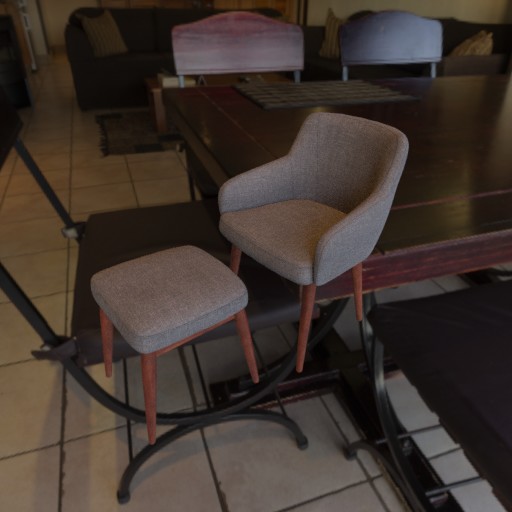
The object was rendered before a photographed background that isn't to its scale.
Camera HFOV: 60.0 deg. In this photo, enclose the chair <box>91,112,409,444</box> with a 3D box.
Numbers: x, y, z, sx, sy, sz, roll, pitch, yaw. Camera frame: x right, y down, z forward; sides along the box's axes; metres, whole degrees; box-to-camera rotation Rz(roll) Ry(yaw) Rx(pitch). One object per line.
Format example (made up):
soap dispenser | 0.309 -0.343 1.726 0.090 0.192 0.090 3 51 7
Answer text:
chair | 0.000 0.000 1.581 1.107 0.799 0.584 -22 37 -32
